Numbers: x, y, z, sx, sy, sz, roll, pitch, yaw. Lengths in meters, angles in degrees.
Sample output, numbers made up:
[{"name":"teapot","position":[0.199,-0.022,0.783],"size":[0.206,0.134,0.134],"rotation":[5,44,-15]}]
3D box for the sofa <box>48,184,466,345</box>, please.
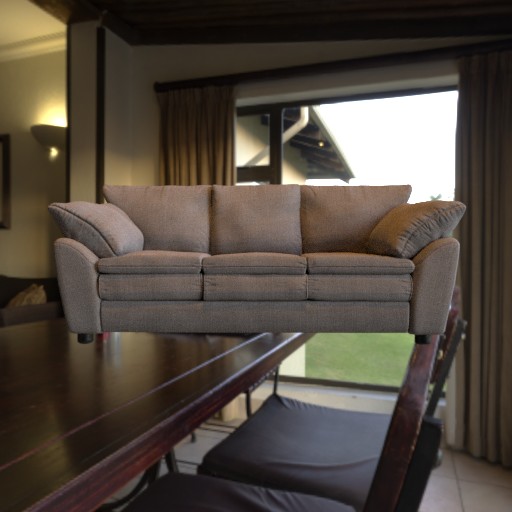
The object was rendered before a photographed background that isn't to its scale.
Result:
[{"name":"sofa","position":[0.000,0.000,2.846],"size":[2.334,0.996,0.878],"rotation":[0,0,1]}]
